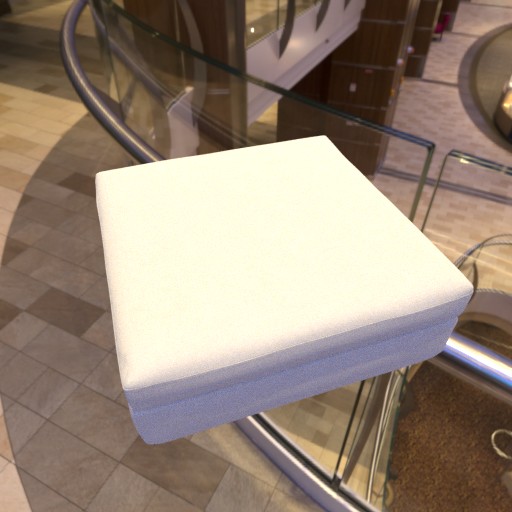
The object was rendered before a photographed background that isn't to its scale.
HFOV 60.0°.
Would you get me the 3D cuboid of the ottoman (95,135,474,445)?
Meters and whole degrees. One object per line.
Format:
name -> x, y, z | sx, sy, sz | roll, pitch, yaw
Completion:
ottoman -> 0.000, 0.000, 1.810 | 1.167, 0.482, 1.163 | -13, 43, -14
